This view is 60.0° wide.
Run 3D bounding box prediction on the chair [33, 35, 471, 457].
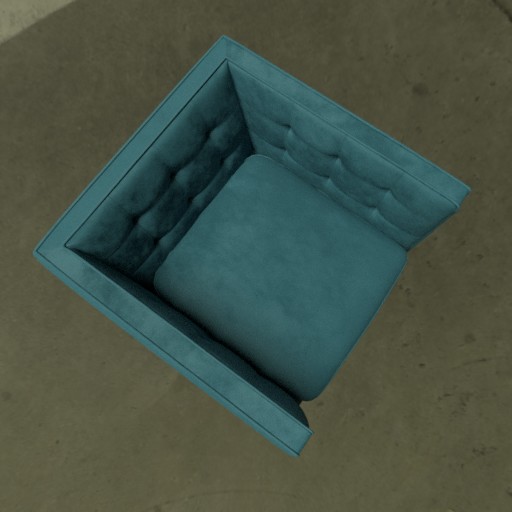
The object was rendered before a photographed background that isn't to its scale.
[{"bbox_3d":[0.000,0.000,1.561,0.894,0.790,0.880,35,78,9],"label":"chair"}]
